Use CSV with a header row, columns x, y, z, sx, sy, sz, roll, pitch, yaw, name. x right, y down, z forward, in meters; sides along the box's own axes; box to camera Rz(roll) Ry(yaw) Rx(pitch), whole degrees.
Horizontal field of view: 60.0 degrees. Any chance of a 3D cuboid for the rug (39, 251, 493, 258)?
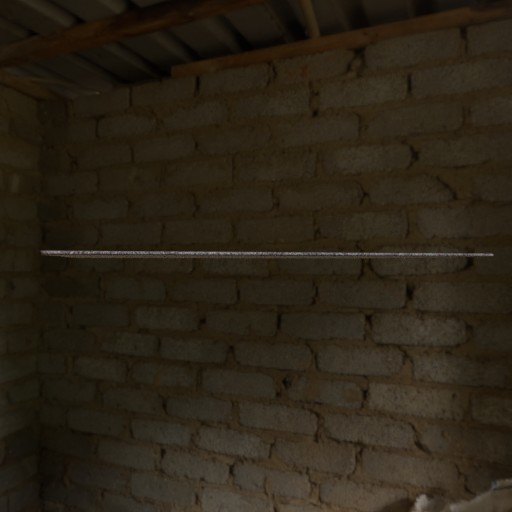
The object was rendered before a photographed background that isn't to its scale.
x,y,z,sx,sy,sz,roll,pitch,yaw,name
0.000,0.000,2.160,1.752,0.013,1.158,0,-1,-17,rug
